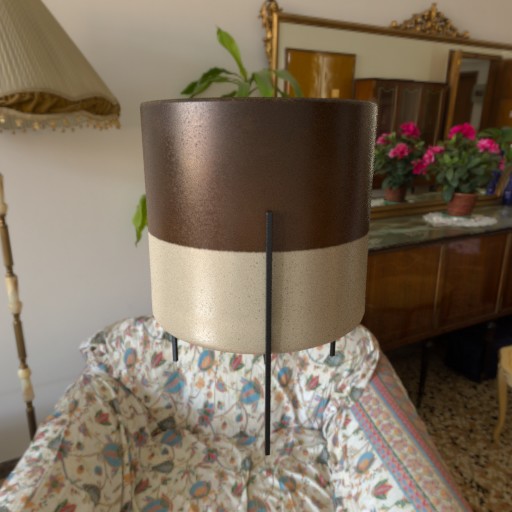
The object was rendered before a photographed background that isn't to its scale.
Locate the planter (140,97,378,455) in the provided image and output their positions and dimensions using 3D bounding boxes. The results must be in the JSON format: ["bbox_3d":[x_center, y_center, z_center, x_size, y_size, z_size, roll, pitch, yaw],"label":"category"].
[{"bbox_3d":[0.000,0.000,0.720,0.354,0.465,0.345,8,18,25],"label":"planter"}]
